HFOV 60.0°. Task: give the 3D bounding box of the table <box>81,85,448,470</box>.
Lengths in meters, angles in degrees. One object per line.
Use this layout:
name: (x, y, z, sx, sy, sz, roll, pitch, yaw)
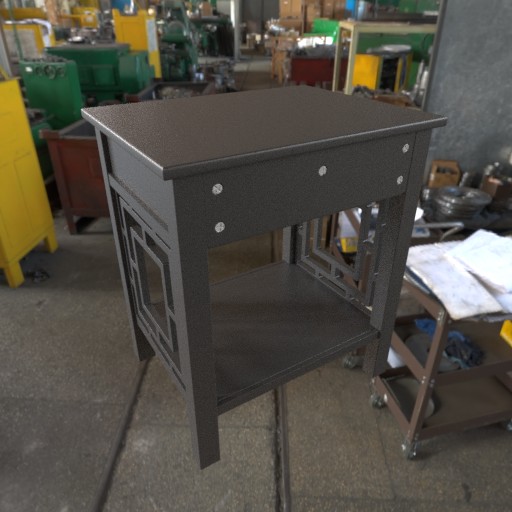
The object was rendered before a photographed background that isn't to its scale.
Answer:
table: (0.000, 0.000, 1.022, 0.564, 0.646, 0.451, -17, 34, -27)
